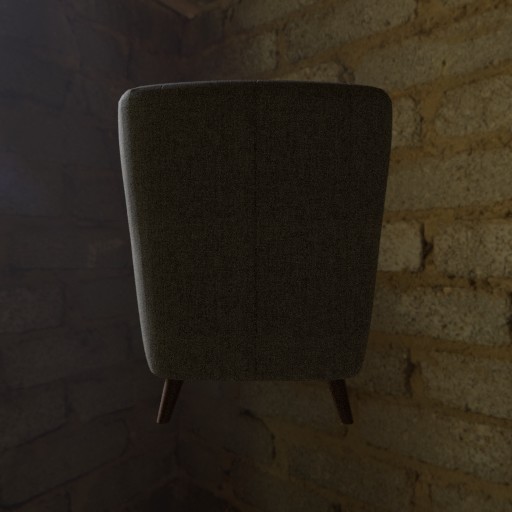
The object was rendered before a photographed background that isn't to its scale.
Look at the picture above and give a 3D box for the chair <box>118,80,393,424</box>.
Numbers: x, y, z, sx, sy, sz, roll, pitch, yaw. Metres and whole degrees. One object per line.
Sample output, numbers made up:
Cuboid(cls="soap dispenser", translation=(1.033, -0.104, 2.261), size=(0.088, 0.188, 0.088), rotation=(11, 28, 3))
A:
Cuboid(cls="chair", translation=(0.000, 0.000, 1.714), size=(0.878, 1.063, 0.904), rotation=(0, 1, 1))
